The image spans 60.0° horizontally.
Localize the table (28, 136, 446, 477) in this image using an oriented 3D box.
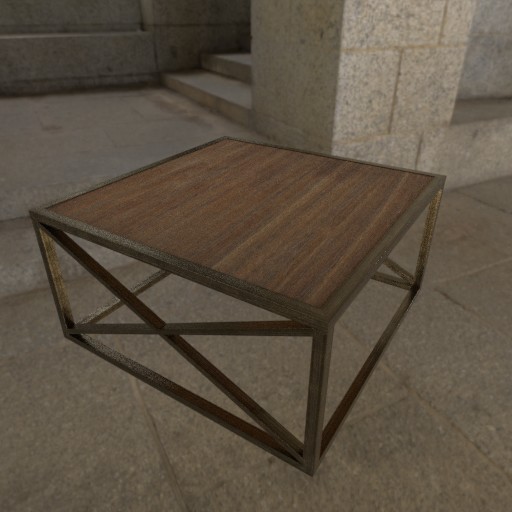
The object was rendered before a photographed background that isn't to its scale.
[{"bbox_3d":[0.000,0.000,1.446,0.899,0.451,0.909,18,35,28],"label":"table"}]
